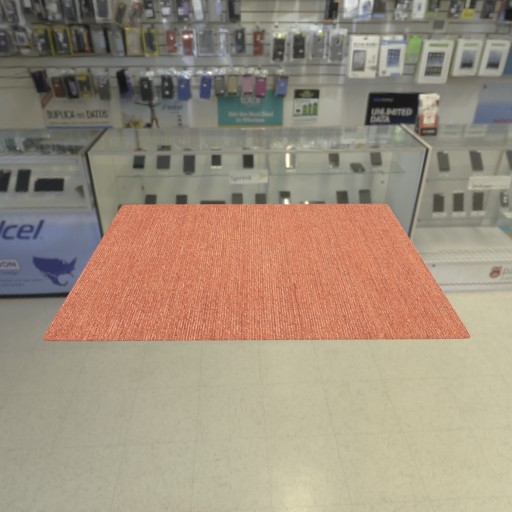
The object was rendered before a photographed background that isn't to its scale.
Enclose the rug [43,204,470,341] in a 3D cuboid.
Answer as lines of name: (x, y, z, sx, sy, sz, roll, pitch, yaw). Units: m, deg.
rug: (0.000, 0.000, 2.847, 2.112, 0.009, 1.594, 0, 31, 0)
